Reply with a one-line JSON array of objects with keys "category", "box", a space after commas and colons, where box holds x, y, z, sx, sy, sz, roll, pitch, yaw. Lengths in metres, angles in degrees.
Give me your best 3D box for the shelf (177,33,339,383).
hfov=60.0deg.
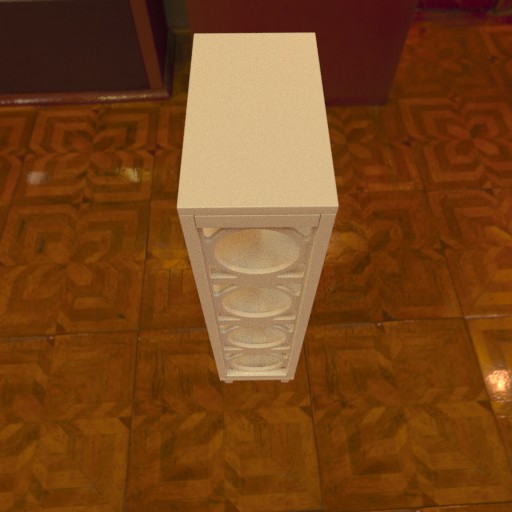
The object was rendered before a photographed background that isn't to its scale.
[{"category": "shelf", "box": [0.000, 0.000, 1.689, 0.340, 1.411, 0.611, -1, 59, 0]}]
